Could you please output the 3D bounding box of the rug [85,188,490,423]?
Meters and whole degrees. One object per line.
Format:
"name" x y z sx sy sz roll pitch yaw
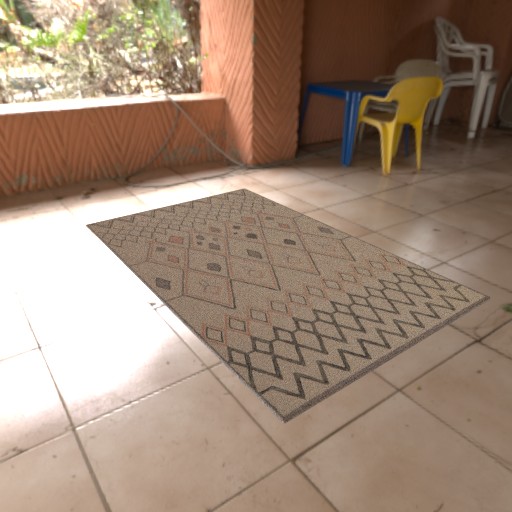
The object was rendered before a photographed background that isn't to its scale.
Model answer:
"rug" 0.000 0.000 2.992 1.524 0.015 2.438 -18 32 -32
